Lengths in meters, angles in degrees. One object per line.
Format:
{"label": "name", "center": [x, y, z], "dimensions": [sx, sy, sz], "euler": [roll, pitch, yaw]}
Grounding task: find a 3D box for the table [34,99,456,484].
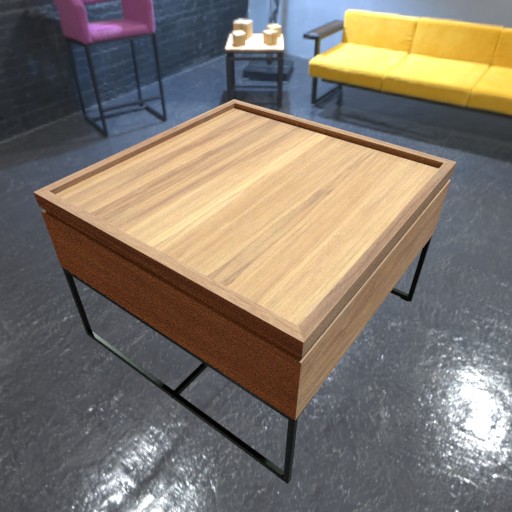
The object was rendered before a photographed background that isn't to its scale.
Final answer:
{"label": "table", "center": [0.000, 0.000, 1.141], "dimensions": [0.676, 0.464, 0.679], "euler": [26, 46, 28]}
